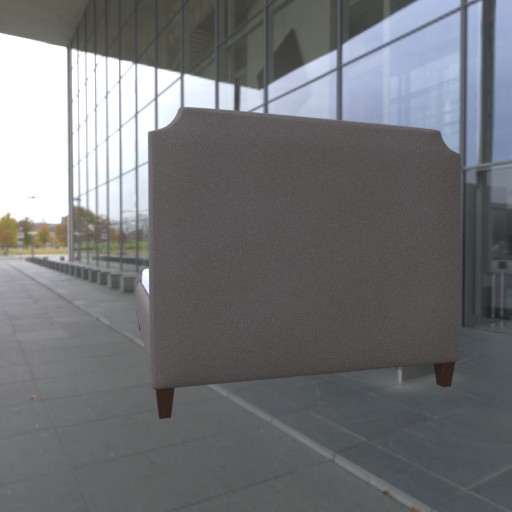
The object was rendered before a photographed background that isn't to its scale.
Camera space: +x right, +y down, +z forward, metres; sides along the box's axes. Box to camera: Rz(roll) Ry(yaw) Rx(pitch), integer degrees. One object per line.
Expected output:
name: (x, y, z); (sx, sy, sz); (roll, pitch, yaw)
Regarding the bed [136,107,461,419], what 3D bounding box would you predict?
bed: (0.000, 0.000, 3.342); (1.712, 1.443, 2.372); (0, 1, -17)
